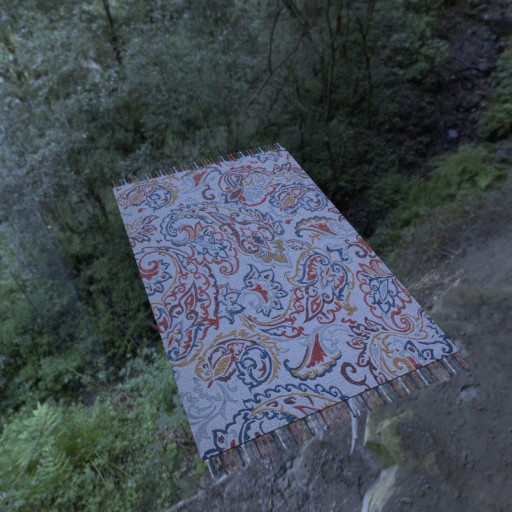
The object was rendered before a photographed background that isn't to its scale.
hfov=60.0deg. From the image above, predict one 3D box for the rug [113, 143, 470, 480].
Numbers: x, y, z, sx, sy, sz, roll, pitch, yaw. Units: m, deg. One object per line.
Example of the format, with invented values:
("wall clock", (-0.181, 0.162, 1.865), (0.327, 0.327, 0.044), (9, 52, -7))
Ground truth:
("rug", (0.000, 0.000, 2.421), (1.218, 0.010, 1.997), (-17, 48, -16))
